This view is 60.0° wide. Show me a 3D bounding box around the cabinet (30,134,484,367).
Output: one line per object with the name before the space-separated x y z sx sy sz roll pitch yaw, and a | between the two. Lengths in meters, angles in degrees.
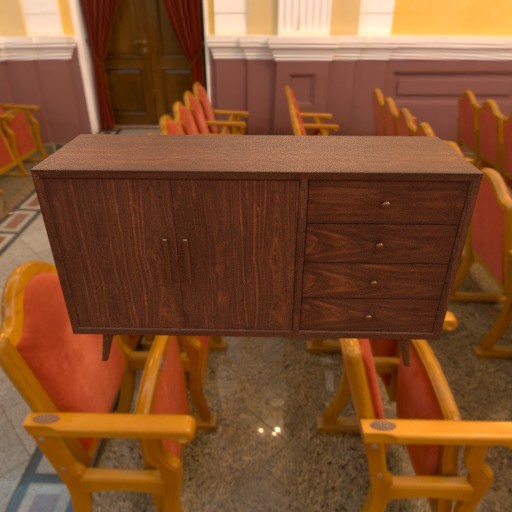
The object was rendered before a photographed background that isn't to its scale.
cabinet | 0.000 0.000 1.973 1.575 0.940 0.505 1 30 1
